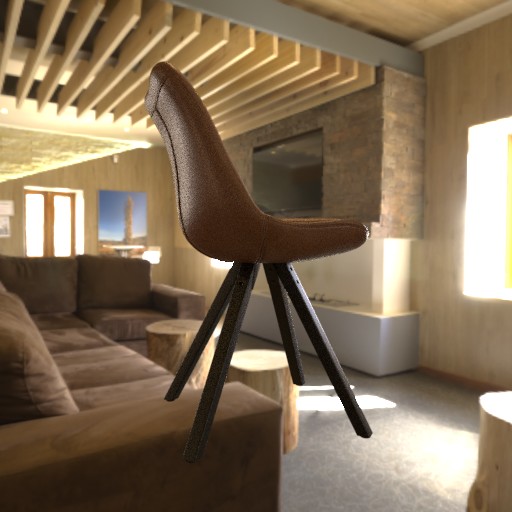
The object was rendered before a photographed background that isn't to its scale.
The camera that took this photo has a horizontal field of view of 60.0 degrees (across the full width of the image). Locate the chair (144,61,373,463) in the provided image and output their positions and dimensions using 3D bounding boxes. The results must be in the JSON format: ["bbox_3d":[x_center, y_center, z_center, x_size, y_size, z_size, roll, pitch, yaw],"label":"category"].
[{"bbox_3d":[0.000,0.000,1.162,0.550,0.850,0.475,-1,2,-18],"label":"chair"}]
